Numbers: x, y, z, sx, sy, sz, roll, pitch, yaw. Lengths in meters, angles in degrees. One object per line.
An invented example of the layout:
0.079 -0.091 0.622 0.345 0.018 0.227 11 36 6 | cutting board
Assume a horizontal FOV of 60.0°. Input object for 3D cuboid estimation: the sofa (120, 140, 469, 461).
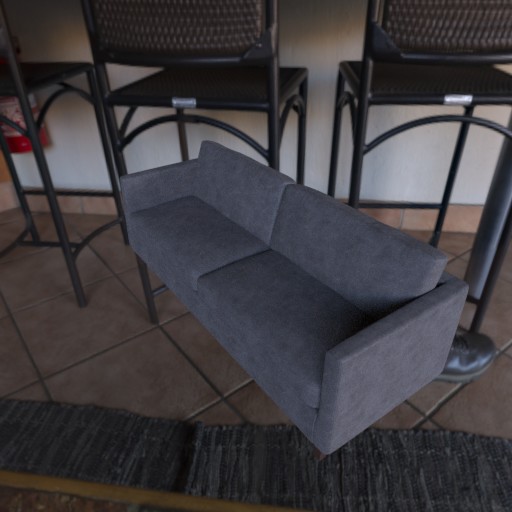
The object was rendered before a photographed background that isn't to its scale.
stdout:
0.000 0.000 2.966 0.951 0.965 2.434 -21 38 -30 | sofa
